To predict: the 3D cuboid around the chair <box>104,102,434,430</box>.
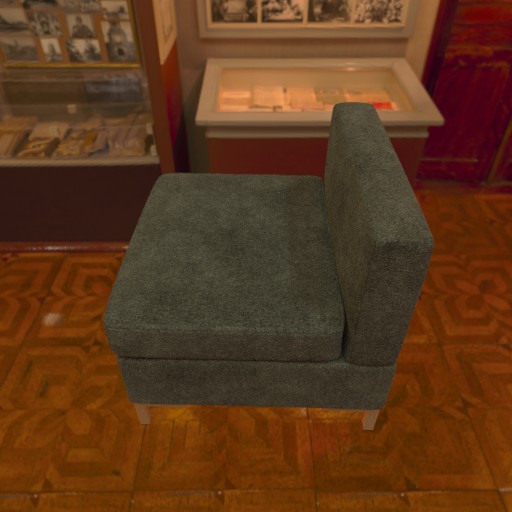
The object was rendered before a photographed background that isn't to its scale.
[{"bbox_3d":[0.000,0.000,1.237,0.680,0.660,0.680,1,40,1],"label":"chair"}]
